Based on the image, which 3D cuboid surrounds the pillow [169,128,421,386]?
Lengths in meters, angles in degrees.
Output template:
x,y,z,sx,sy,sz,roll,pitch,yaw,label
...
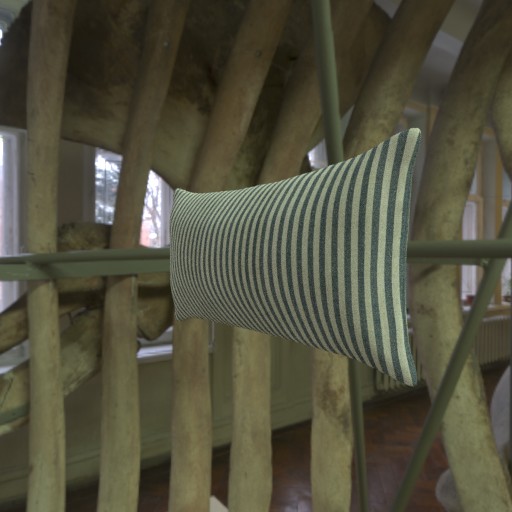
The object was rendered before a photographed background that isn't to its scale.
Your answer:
x,y,z,sx,sy,sz,roll,pitch,yaw,label
0.000,0.000,0.745,0.151,0.295,0.617,-1,1,-36,pillow
